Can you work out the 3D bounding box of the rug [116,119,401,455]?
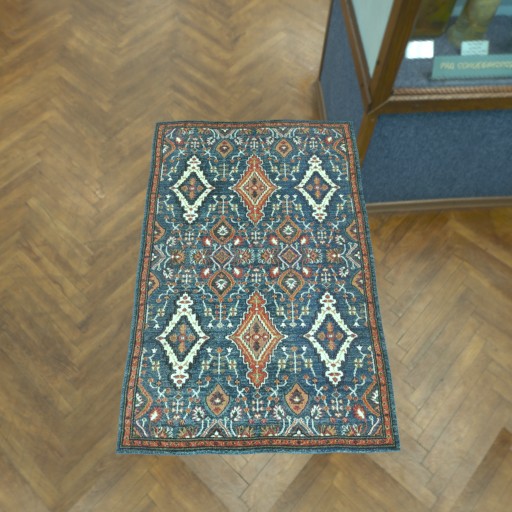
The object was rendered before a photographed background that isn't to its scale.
[{"bbox_3d":[0.000,0.000,2.257,1.195,0.014,1.847,-1,63,0],"label":"rug"}]
